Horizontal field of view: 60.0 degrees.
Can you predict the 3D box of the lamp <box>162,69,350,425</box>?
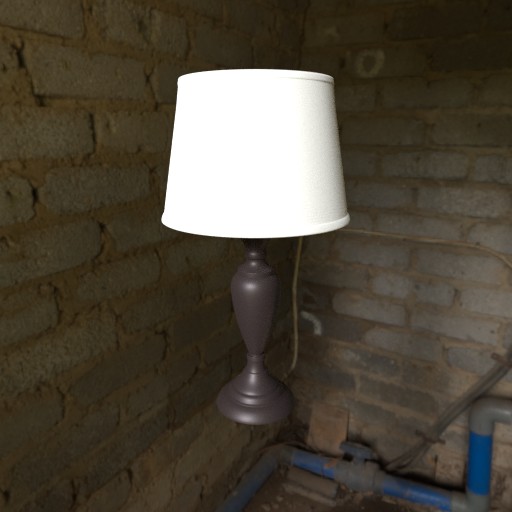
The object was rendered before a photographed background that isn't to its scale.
[{"bbox_3d":[0.000,0.000,0.823,0.335,0.611,0.335,0,15,0],"label":"lamp"}]
